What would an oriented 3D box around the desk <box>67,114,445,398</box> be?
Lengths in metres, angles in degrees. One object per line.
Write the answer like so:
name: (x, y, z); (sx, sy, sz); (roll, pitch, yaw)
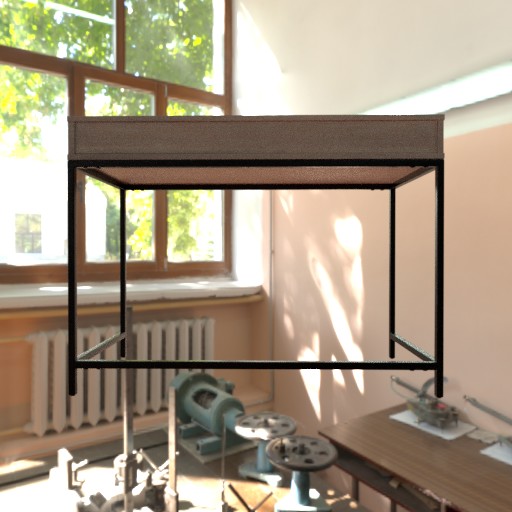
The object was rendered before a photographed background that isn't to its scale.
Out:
desk: (0.000, 0.000, 1.430); (1.016, 0.762, 0.470); (0, 1, 1)
